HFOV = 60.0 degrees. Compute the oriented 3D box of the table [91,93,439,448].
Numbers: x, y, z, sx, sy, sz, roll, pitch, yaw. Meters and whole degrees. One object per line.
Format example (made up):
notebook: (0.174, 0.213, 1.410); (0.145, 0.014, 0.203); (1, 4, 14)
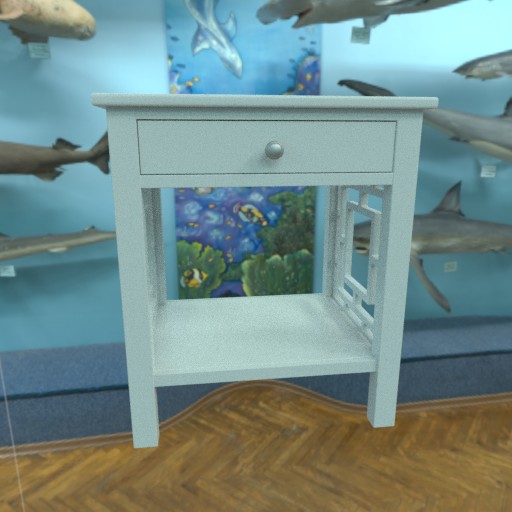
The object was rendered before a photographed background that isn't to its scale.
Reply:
table: (0.000, 0.000, 0.997); (0.564, 0.646, 0.451); (-2, 15, -7)
